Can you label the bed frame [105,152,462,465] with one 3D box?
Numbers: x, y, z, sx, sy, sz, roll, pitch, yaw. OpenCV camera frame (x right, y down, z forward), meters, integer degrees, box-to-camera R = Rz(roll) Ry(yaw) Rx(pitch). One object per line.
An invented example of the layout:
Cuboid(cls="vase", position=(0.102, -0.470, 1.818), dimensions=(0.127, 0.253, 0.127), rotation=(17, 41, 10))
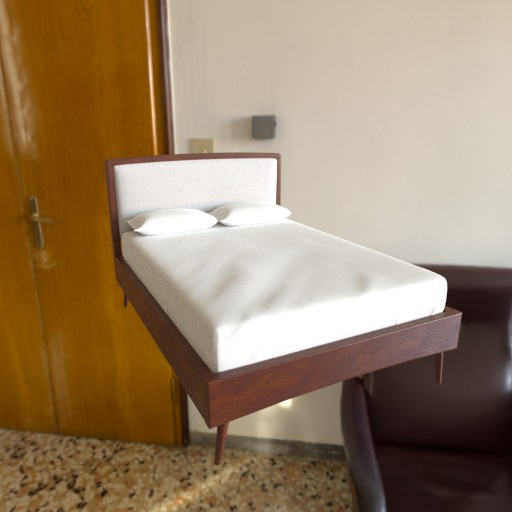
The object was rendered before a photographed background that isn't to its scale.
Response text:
Cuboid(cls="bed frame", position=(0.000, 0.000, 3.114), dimensions=(1.587, 1.279, 2.171), rotation=(-9, 19, -26))
